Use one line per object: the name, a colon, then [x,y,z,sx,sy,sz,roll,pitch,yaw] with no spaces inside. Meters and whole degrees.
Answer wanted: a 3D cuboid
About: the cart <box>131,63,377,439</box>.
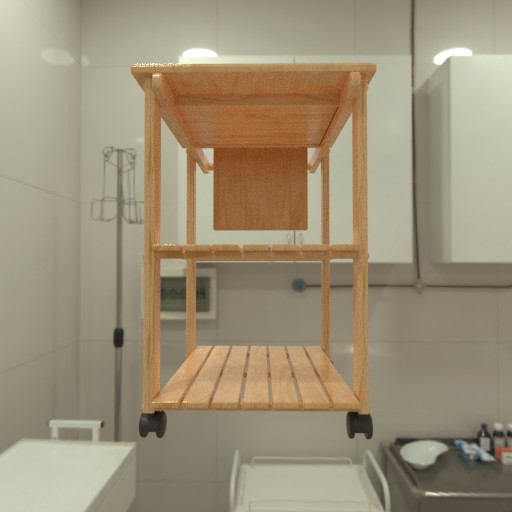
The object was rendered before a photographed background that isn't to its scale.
cart: [0.000,0.000,1.334,0.520,0.816,0.843,0,-1,1]
